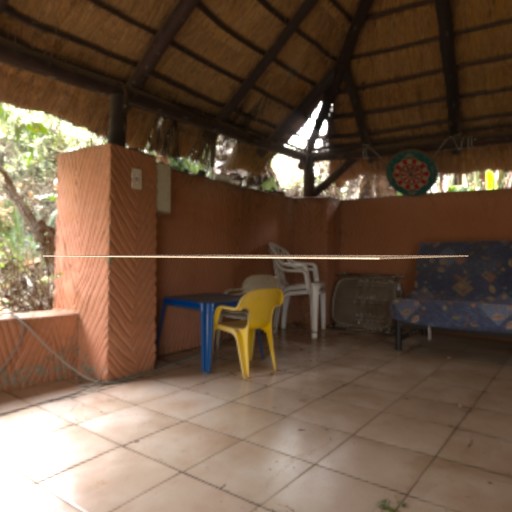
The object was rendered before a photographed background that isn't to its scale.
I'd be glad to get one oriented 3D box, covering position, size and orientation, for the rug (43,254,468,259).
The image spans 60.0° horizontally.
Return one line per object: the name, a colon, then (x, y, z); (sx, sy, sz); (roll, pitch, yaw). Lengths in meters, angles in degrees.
rug: (0.000, 0.000, 2.860); (2.227, 0.008, 1.611); (0, 0, 36)
